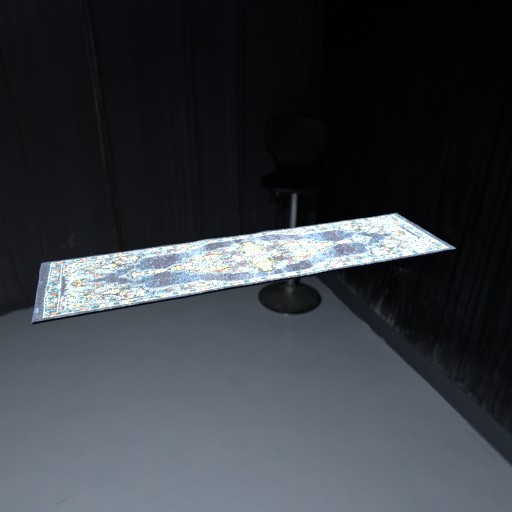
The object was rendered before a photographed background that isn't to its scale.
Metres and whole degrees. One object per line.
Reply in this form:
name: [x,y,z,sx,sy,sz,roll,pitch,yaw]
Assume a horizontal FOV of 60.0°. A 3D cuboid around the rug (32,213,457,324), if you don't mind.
rug: [0.000,0.000,2.509,2.283,0.016,0.602,-9,28,-17]
